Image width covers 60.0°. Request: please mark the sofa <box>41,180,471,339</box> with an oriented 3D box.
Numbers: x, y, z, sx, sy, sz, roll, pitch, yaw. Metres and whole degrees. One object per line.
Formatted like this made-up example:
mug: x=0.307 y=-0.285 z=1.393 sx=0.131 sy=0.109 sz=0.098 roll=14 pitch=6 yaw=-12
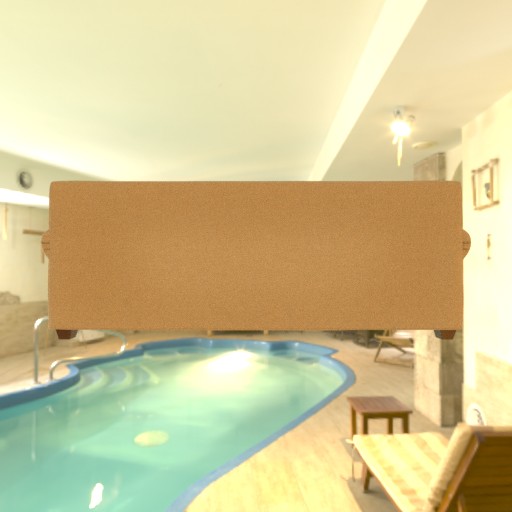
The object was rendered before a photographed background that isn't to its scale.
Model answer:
sofa: x=0.000 y=0.000 z=2.813 sx=2.285 sy=0.904 sz=1.067 roll=0 pitch=-2 yaw=0
